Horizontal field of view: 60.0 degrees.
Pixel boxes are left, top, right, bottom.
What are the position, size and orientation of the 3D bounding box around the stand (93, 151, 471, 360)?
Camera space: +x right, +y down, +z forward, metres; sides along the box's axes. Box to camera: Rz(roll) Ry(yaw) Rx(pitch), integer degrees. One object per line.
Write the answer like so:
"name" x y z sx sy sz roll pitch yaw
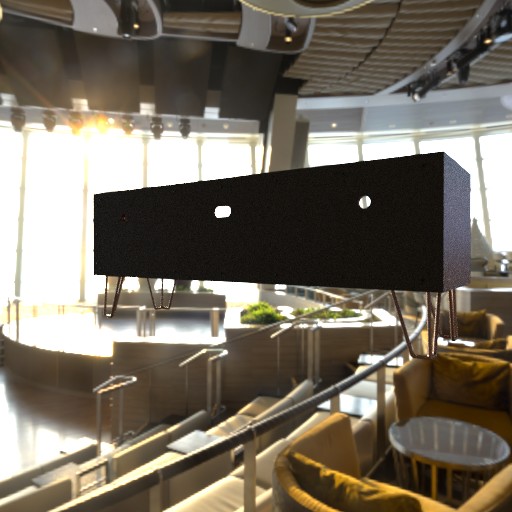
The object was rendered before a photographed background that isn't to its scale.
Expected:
"stand" 0.000 0.000 1.920 1.626 0.610 0.481 0 1 35
